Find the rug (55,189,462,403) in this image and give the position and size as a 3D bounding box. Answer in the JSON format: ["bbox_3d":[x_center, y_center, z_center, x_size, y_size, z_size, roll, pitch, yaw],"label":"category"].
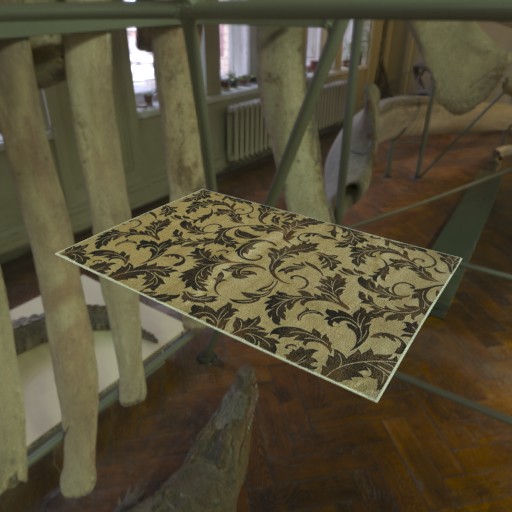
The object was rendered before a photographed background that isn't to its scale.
[{"bbox_3d":[0.000,0.000,2.967,2.284,0.008,1.522,19,34,30],"label":"rug"}]
